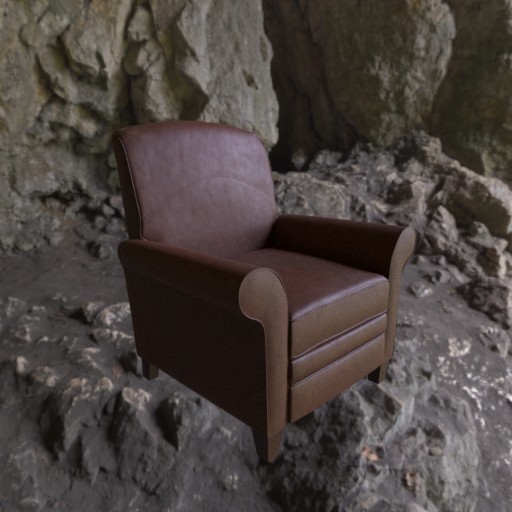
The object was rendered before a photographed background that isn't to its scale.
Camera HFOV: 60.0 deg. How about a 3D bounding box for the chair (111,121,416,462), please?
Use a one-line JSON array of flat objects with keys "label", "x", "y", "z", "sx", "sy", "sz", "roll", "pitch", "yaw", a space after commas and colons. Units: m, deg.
[{"label": "chair", "x": 0.000, "y": 0.000, "z": 1.780, "sx": 0.978, "sy": 1.061, "sz": 0.902, "roll": -14, "pitch": 20, "yaw": -43}]
